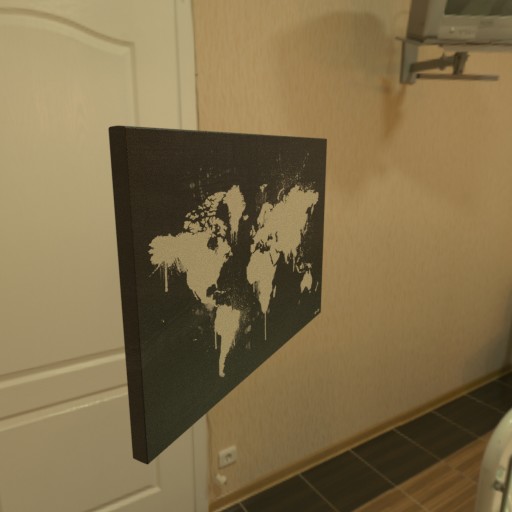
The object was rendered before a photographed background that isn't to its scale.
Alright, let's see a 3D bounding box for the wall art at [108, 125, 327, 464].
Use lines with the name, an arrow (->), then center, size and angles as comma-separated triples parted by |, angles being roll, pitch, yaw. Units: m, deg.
wall art -> 0.000, 0.000, 1.154 | 0.038, 0.612, 0.912 | 7, 15, 28
